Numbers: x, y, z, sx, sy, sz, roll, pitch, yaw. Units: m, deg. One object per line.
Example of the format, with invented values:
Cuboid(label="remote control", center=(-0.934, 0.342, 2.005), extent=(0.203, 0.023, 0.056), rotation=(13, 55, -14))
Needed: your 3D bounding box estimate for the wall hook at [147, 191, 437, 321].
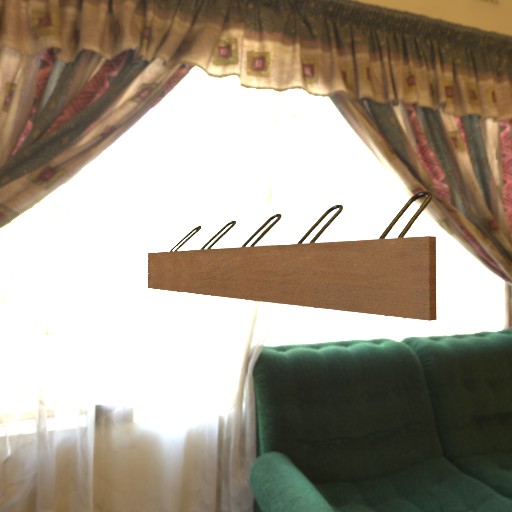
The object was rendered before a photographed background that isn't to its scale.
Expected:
Cuboid(label="wall hook", center=(0.000, 0.000, 0.582), extent=(0.076, 0.116, 0.554), rotation=(1, -1, -36))
